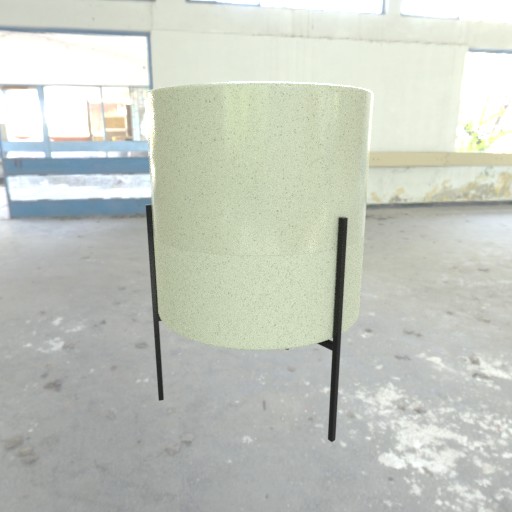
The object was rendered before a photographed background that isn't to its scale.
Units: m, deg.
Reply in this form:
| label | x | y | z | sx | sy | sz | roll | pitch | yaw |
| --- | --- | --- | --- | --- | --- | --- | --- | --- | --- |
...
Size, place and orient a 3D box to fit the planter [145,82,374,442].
| label | x | y | z | sx | sy | sz | roll | pitch | yaw |
| --- | --- | --- | --- | --- | --- | --- | --- | --- | --- |
| planter | 0.000 | 0.000 | 0.688 | 0.323 | 0.475 | 0.314 | -2 | 16 | -9 |
